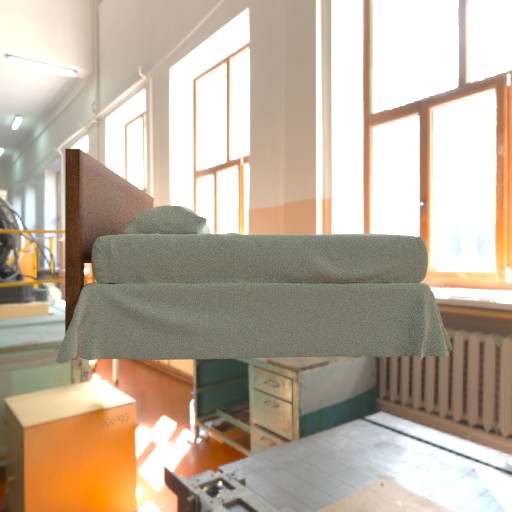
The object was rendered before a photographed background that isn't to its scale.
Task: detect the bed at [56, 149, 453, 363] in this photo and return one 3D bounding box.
[{"bbox_3d":[0.000,0.000,3.438,2.165,1.158,2.255,0,0,-2],"label":"bed"}]
